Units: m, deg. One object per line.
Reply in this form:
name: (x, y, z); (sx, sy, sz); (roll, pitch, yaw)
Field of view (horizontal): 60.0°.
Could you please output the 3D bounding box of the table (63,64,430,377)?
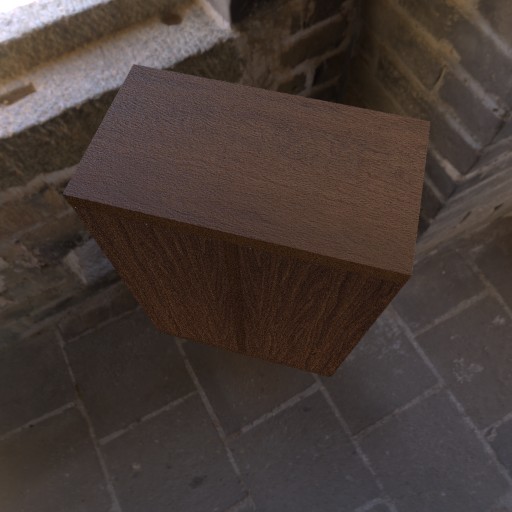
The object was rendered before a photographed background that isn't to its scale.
table: (0.000, 0.000, 1.792); (0.901, 1.294, 0.524); (13, 65, 6)
